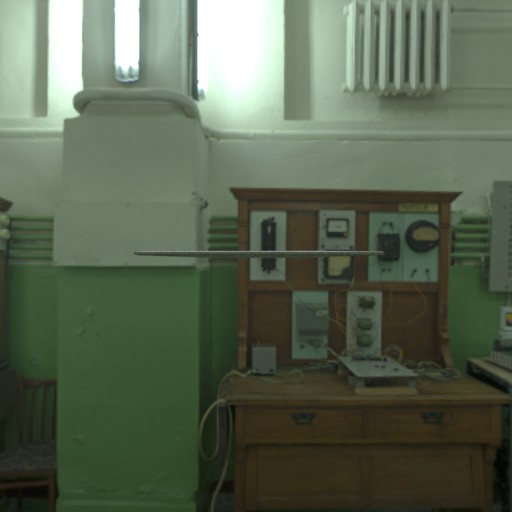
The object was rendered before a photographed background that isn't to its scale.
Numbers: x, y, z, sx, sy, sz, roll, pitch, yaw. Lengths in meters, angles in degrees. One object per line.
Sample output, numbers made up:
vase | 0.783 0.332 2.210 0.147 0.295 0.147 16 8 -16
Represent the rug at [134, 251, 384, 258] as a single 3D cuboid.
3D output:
rug | 0.000 0.000 2.718 0.855 0.017 2.452 0 0 -1
